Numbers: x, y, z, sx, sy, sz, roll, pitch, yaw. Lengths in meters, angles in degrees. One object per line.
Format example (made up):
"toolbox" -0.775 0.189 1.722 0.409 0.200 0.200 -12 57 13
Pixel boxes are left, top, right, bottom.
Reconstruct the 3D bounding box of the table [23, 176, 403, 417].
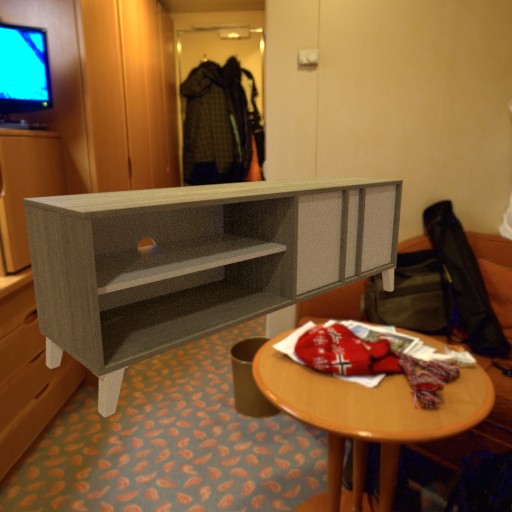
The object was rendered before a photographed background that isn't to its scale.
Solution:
"table" 0.000 0.000 1.719 1.500 0.530 0.400 -13 19 -43
